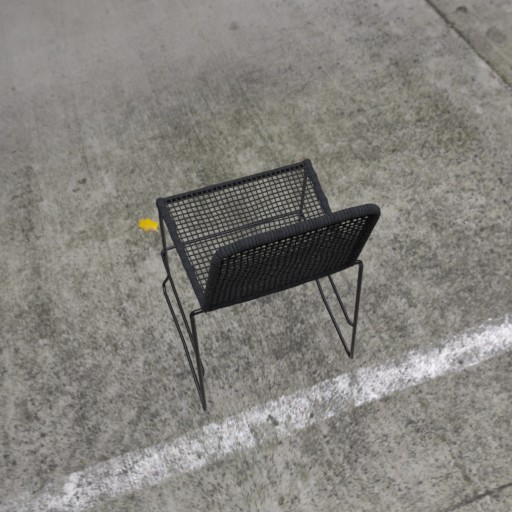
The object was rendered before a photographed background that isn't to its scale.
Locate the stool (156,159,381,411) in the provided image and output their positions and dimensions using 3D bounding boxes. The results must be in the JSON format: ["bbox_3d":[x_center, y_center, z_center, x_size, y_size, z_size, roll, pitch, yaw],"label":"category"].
[{"bbox_3d":[0.000,0.000,1.243,0.590,0.905,0.509,-17,60,-10],"label":"stool"}]
